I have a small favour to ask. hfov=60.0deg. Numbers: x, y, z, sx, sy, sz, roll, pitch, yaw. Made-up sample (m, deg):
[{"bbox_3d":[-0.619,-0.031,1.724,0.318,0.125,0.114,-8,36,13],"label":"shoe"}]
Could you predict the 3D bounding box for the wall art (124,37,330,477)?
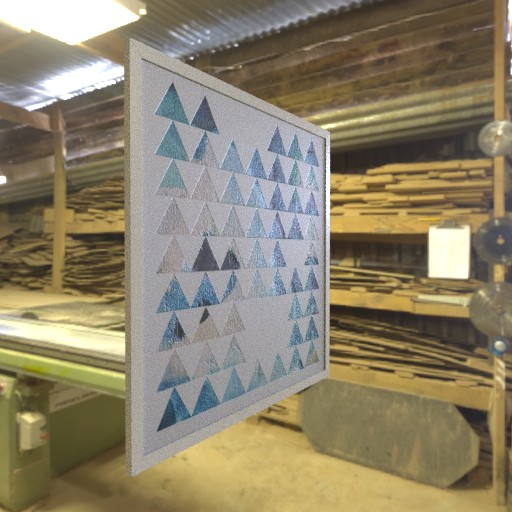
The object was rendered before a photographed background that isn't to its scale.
[{"bbox_3d":[0.000,0.000,0.790,0.012,0.557,0.557,1,1,36],"label":"wall art"}]
